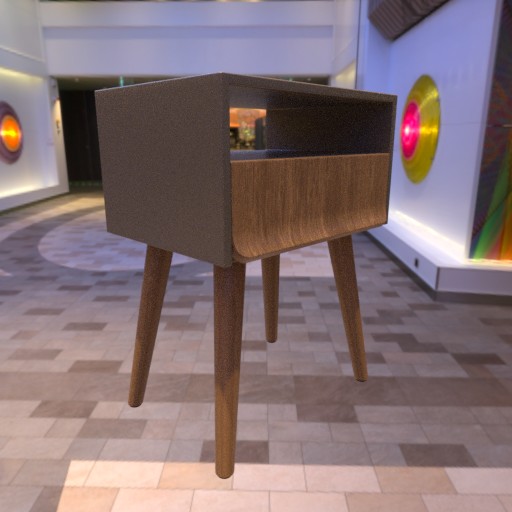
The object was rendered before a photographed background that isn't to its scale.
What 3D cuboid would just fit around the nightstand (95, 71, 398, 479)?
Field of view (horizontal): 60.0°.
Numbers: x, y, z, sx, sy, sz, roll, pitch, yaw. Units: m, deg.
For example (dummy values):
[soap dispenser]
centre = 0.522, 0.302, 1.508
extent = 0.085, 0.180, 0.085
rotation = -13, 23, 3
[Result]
[nightstand]
centre = 0.000, 0.000, 0.731
extent = 0.288, 0.508, 0.370
rotation = 14, 21, 43
